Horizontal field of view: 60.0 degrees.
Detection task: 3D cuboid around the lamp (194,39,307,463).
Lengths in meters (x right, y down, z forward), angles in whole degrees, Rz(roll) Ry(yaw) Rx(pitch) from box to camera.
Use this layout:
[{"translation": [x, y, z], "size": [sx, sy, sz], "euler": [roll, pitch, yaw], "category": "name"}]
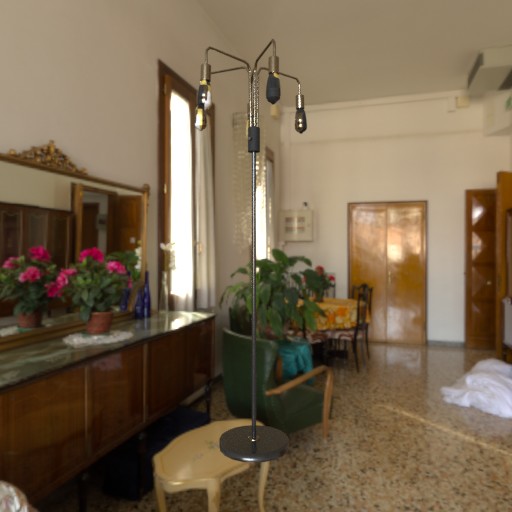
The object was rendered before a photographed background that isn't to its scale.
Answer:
[{"translation": [0.000, 0.000, 1.992], "size": [0.572, 1.721, 0.599], "euler": [0, 0, -18], "category": "lamp"}]
